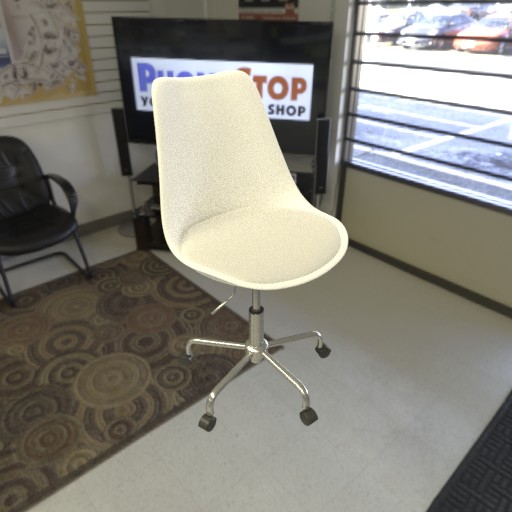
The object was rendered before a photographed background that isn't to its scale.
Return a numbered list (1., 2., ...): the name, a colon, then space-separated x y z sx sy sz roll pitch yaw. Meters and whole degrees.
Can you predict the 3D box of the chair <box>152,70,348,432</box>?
1. chair: 0.000 0.000 1.277 0.550 0.930 0.550 -22 36 -33
